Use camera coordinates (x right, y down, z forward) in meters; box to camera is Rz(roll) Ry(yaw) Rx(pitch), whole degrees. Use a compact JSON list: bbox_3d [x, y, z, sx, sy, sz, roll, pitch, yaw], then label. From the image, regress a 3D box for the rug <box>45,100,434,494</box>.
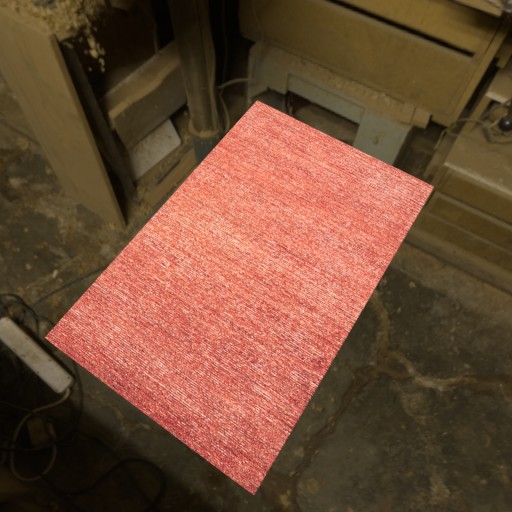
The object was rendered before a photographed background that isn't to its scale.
[{"bbox_3d":[0.000,0.000,2.192,1.139,0.011,1.747,31,67,14],"label":"rug"}]
